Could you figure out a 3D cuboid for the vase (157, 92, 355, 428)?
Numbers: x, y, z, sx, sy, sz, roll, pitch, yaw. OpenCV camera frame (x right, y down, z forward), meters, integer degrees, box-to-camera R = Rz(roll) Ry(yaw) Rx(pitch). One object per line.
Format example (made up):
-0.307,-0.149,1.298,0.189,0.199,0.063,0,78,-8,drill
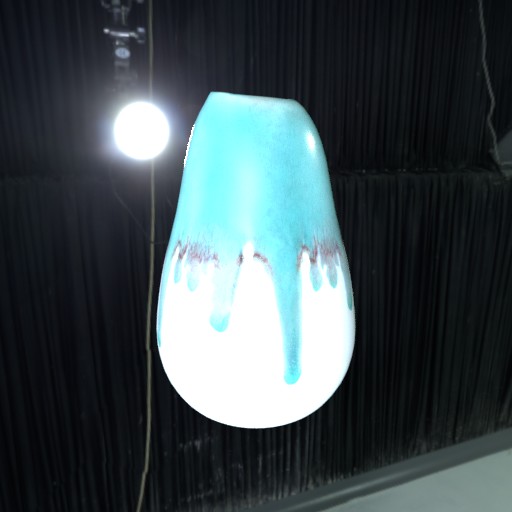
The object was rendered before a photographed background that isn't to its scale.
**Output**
0.000,0.000,0.255,0.116,0.179,0.116,0,14,0,vase
